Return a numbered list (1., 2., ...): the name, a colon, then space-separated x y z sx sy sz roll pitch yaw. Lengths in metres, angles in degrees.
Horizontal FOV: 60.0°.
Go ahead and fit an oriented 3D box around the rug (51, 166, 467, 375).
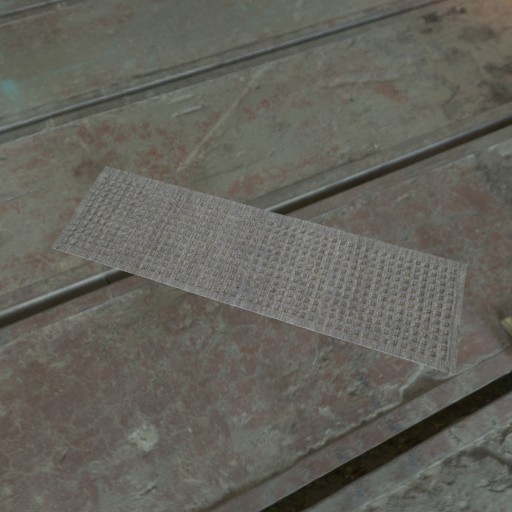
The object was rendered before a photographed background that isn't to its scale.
1. rug: 0.000 0.000 2.699 2.443 0.009 0.706 16 60 10
